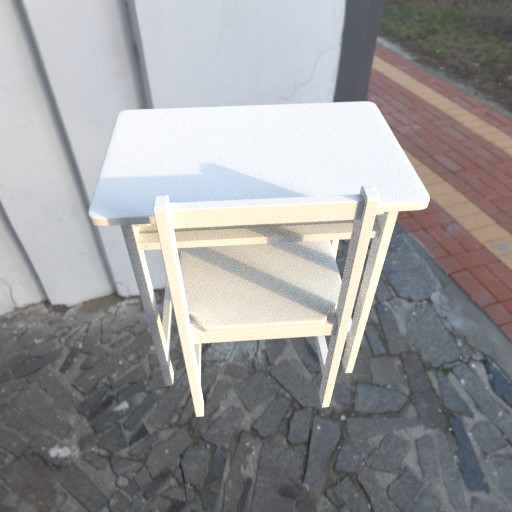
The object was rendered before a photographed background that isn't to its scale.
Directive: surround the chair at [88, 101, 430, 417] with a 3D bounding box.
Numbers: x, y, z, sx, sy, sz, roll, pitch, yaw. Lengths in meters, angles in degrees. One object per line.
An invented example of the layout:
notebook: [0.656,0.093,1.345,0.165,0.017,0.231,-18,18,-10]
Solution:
chair: [0.000,0.000,1.064,0.599,0.673,0.461,-3,45,-3]
